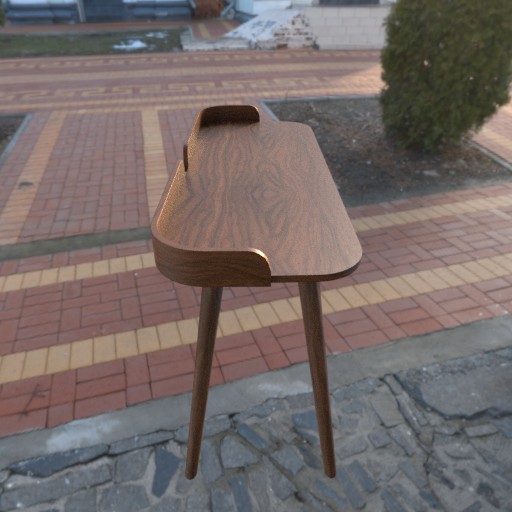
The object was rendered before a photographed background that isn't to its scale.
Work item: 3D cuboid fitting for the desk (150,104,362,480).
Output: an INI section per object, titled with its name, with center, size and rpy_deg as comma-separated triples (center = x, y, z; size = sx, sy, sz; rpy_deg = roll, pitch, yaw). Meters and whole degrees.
[desk]
center = 0.000, 0.000, 1.639
size = 0.486, 0.800, 1.256
rpy_deg = 0, 32, -1
